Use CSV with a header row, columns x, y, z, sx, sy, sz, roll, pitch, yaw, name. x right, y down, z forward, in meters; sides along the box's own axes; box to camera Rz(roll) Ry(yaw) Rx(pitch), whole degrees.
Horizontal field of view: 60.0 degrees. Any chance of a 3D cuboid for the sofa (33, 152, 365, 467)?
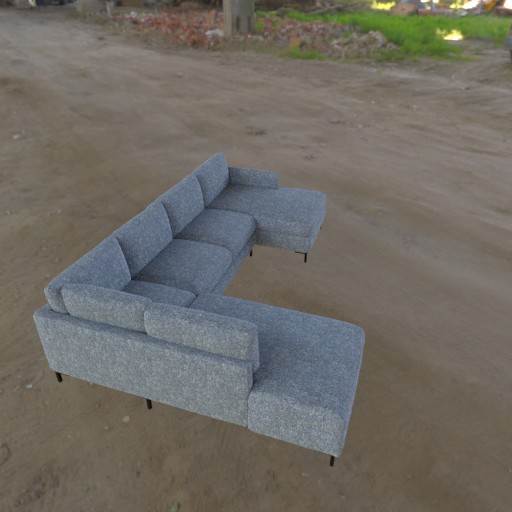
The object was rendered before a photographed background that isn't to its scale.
x,y,z,sx,sy,sz,roll,pitch,yaw,name
0.000,0.000,3.512,1.879,0.756,2.737,10,33,16,sofa
